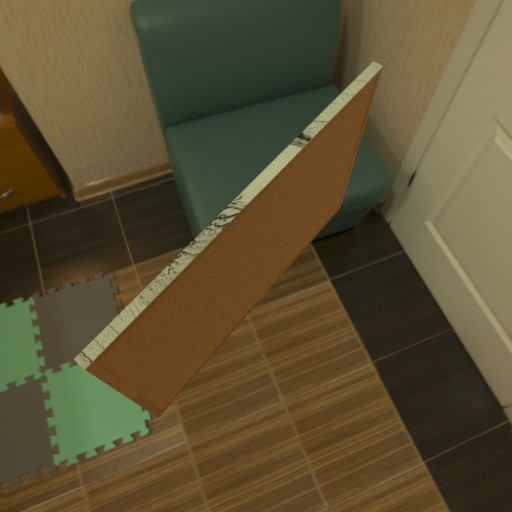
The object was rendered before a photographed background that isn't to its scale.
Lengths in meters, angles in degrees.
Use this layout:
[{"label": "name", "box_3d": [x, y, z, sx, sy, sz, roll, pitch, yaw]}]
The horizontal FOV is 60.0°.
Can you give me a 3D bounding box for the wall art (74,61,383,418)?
[{"label": "wall art", "box_3d": [0.000, 0.000, 1.442, 0.035, 0.758, 1.141, 36, 68, 17]}]
